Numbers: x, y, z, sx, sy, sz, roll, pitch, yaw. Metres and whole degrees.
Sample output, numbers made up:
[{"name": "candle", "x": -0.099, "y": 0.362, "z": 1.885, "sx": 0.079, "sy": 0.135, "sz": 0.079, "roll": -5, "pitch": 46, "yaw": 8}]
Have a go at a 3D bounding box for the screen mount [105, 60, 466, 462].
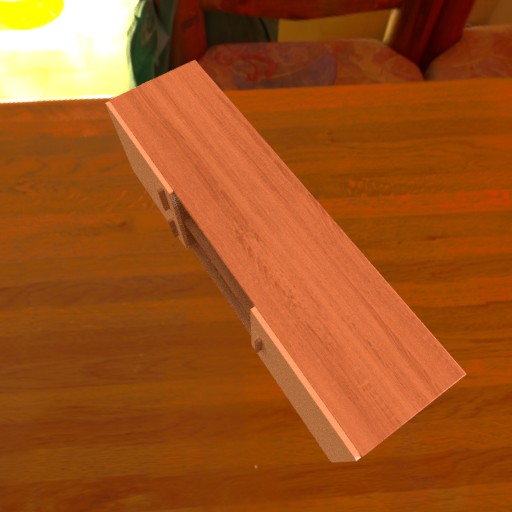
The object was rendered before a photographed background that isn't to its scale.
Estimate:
[{"name": "screen mount", "x": 0.000, "y": 0.000, "z": 1.724, "sx": 0.420, "sy": 0.570, "sz": 1.500, "roll": -31, "pitch": 69, "yaw": -14}]
